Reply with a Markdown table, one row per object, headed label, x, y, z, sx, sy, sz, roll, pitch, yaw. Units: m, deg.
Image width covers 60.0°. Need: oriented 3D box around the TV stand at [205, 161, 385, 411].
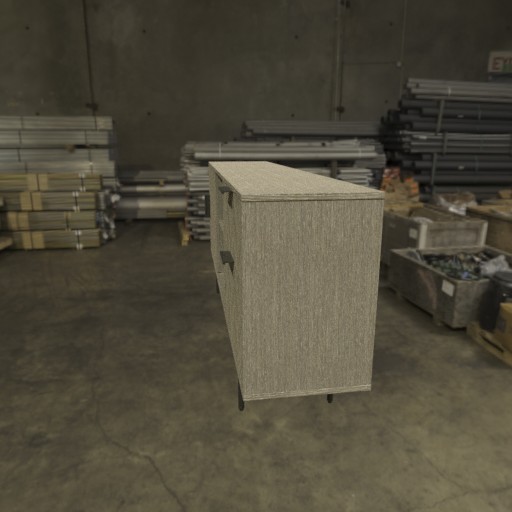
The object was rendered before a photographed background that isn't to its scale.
| label | x | y | z | sx | sy | sz | roll | pitch | yaw |
| --- | --- | --- | --- | --- | --- | --- | --- | --- | --- |
| TV stand | 0.000 | 0.000 | 2.074 | 0.405 | 0.787 | 1.804 | -2 | 15 | -8 |
